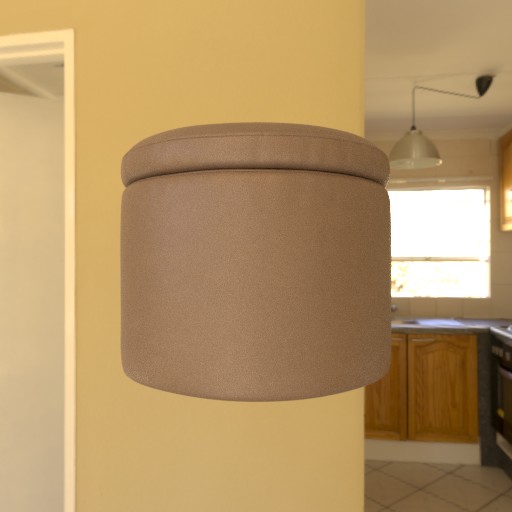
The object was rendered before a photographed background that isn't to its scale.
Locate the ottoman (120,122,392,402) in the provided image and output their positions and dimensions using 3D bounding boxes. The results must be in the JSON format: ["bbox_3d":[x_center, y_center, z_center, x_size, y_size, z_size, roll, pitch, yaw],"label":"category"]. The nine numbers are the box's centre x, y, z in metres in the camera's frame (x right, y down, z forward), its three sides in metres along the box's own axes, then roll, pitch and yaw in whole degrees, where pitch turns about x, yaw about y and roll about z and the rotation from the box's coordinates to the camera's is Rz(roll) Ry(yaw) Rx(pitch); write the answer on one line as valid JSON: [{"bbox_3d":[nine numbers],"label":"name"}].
[{"bbox_3d":[0.000,0.000,0.854,0.500,0.409,0.500,0,-1,0],"label":"ottoman"}]
